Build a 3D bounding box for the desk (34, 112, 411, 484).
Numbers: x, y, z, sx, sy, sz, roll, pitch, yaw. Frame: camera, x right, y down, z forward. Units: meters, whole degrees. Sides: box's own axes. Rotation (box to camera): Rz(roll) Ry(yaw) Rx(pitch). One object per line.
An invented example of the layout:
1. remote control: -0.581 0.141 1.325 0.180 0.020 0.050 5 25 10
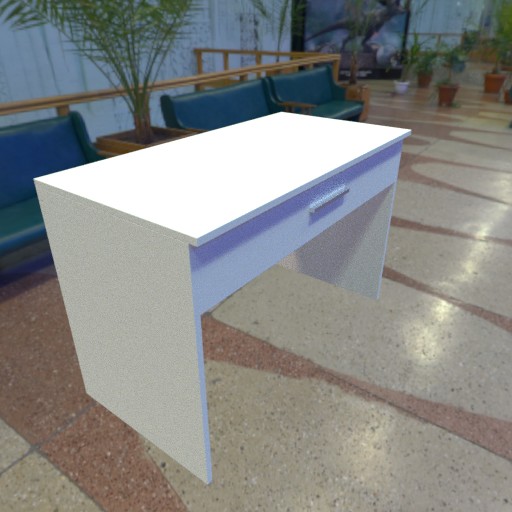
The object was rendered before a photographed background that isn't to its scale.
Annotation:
1. desk: 0.000 0.000 1.515 0.560 0.730 1.100 20 34 32
